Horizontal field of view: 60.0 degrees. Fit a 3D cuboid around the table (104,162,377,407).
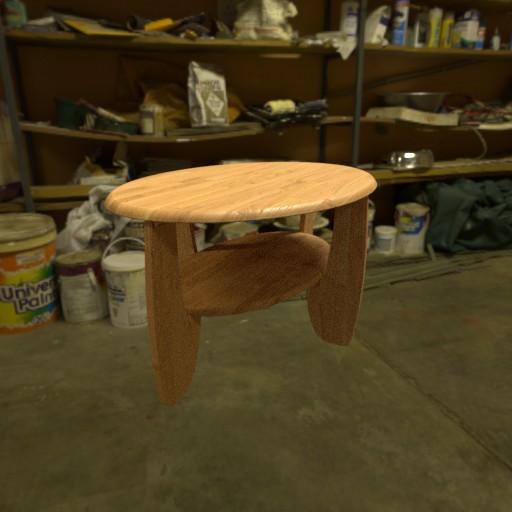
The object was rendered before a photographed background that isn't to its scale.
[{"bbox_3d":[0.000,0.000,1.411,0.690,0.490,1.040,9,20,25],"label":"table"}]
